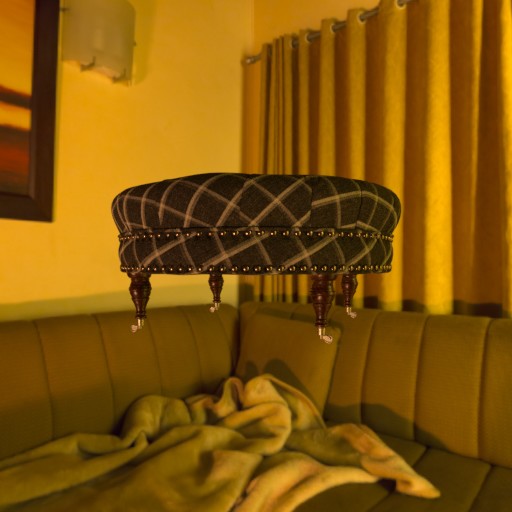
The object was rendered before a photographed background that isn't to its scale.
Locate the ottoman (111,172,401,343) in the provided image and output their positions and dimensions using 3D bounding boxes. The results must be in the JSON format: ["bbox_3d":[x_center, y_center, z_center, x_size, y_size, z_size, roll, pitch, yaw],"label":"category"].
[{"bbox_3d":[0.000,0.000,1.445,0.901,0.439,0.901,0,-1,0],"label":"ottoman"}]
